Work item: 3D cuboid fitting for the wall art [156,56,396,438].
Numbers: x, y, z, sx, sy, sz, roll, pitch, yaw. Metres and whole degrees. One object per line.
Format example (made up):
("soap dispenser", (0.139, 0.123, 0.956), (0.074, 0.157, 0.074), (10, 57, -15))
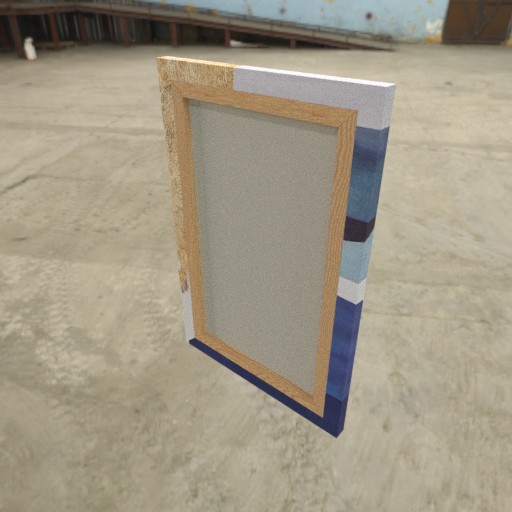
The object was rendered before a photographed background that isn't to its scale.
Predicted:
("wall art", (0.000, 0.000, 1.159), (0.607, 0.911, 0.039), (23, 38, 33))
